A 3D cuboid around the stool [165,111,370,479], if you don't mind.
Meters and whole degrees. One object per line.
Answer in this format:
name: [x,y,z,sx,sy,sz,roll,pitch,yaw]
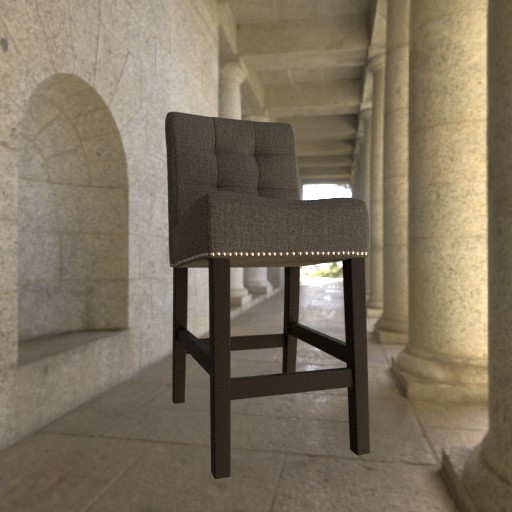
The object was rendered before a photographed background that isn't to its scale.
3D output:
stool: [0.000,0.000,1.201,0.427,0.885,0.571,0,0,-19]
